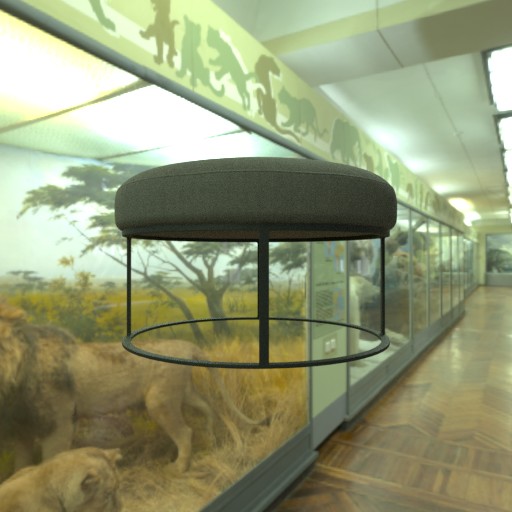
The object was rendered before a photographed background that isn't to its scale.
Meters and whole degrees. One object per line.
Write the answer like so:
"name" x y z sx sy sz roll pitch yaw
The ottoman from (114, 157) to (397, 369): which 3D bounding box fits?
"ottoman" 0.000 0.000 1.262 0.772 0.460 0.772 0 0 0
